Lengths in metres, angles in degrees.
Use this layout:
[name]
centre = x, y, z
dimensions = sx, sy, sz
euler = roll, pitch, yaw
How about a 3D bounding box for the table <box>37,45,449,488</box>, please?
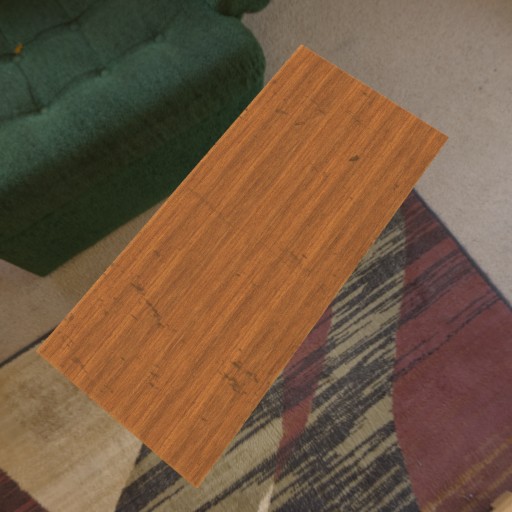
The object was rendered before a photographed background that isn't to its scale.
[table]
centre = 0.000, 0.000, 2.649
dimensions = 1.000, 0.757, 2.200
euler = 36, 78, 9
